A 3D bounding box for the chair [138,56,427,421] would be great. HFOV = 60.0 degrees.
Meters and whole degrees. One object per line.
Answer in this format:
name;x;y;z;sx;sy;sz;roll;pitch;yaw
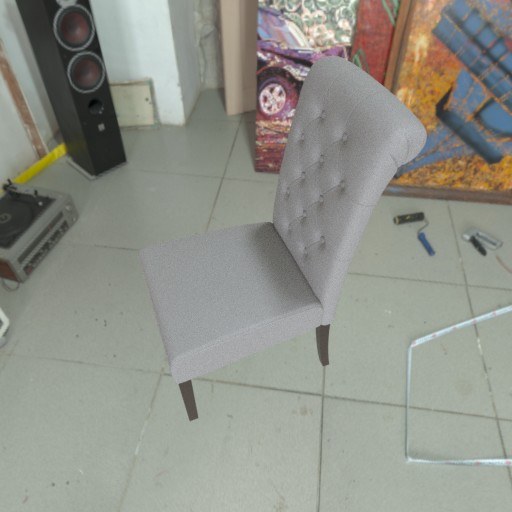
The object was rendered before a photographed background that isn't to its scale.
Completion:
chair;0.000;0.000;1.350;0.671;1.006;0.456;-16;49;-14
